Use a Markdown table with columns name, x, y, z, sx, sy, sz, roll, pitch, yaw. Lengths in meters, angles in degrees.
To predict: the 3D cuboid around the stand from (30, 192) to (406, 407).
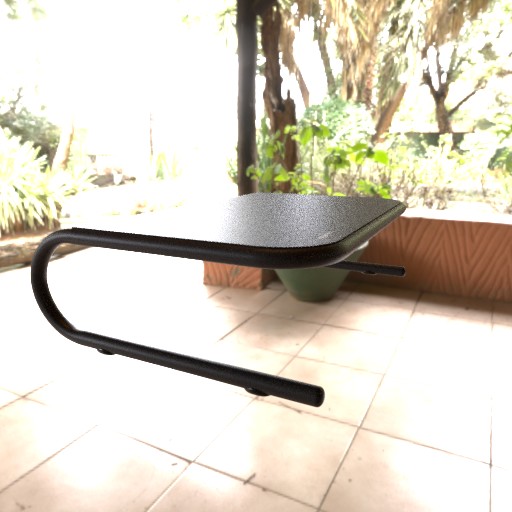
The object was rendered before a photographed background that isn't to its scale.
| name | x | y | z | sx | sy | sz | roll | pitch | yaw |
| --- | --- | --- | --- | --- | --- | --- | --- | --- | --- |
| stand | 0.000 | 0.000 | 0.502 | 0.280 | 0.108 | 0.370 | 7 | 15 | 26 |
